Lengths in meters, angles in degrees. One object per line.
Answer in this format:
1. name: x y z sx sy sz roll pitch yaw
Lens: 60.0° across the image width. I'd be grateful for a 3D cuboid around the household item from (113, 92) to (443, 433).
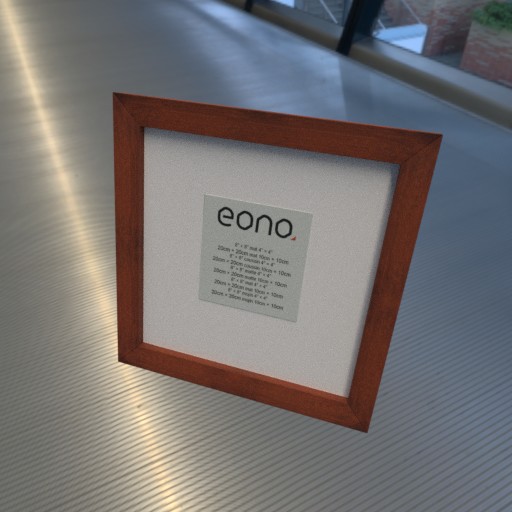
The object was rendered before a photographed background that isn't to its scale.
1. household item: 0.000 0.000 0.376 0.240 0.240 0.131 12 42 13
